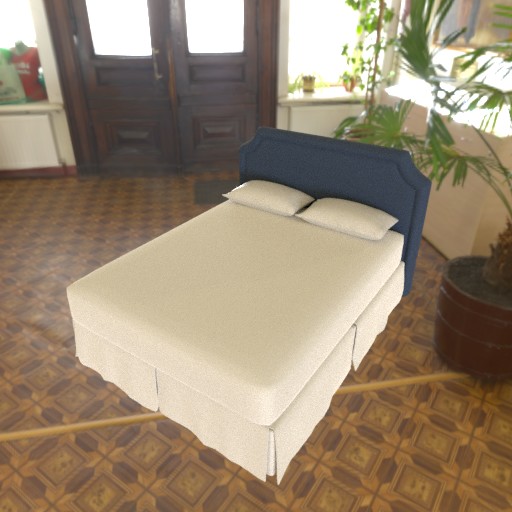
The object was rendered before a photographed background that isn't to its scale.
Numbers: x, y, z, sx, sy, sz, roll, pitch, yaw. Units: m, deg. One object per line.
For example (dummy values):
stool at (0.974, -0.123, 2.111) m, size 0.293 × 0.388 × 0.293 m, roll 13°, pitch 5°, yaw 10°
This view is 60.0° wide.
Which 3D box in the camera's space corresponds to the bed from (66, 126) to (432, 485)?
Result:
bed at (0.000, 0.000, 3.311) m, size 1.831 × 1.297 × 2.260 m, roll 19°, pitch 35°, yaw 29°
